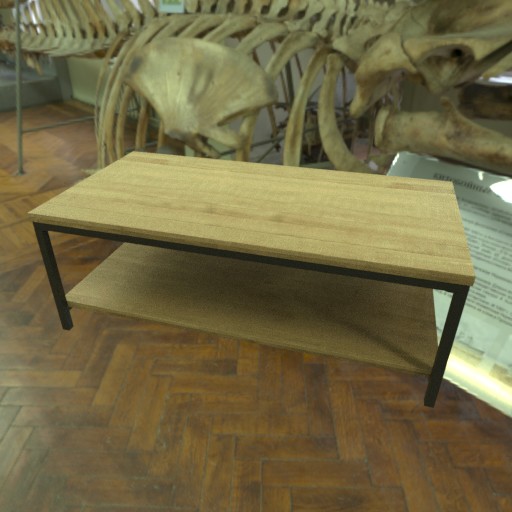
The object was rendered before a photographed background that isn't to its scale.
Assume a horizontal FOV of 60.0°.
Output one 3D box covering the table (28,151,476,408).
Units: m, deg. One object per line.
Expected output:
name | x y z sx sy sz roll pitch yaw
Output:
table | 0.000 0.000 1.370 1.100 0.399 0.551 8 32 14
